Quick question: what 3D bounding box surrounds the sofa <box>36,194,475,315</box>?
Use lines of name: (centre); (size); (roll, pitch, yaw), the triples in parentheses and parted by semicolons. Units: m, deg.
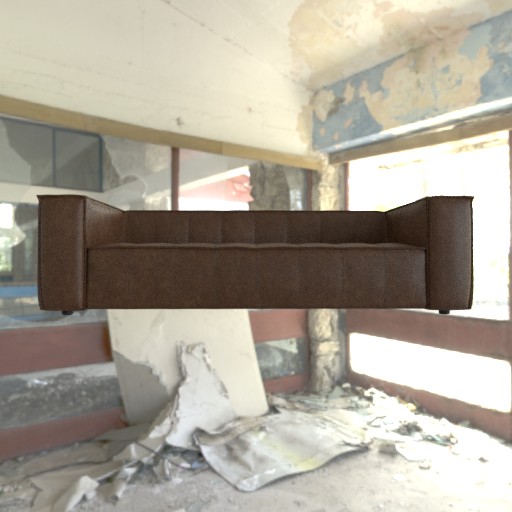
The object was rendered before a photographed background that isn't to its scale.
sofa: (0.000, 0.000, 3.062); (2.581, 0.701, 1.102); (0, -1, -1)
